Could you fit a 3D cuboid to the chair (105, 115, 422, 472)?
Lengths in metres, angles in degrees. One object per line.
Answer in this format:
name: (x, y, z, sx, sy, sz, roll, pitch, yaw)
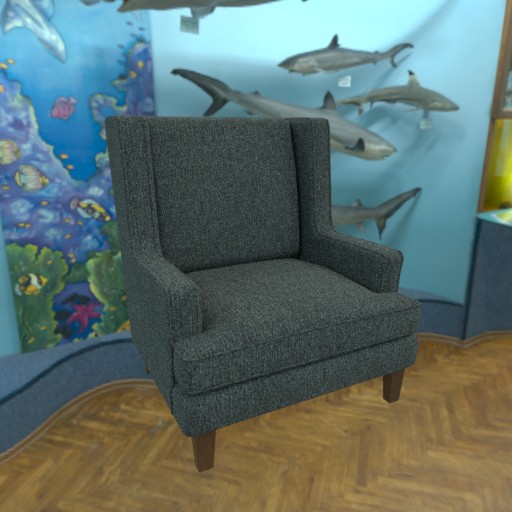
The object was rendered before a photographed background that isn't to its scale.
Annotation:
chair: (0.000, 0.000, 1.777, 0.942, 1.082, 0.927, -8, 18, -26)
